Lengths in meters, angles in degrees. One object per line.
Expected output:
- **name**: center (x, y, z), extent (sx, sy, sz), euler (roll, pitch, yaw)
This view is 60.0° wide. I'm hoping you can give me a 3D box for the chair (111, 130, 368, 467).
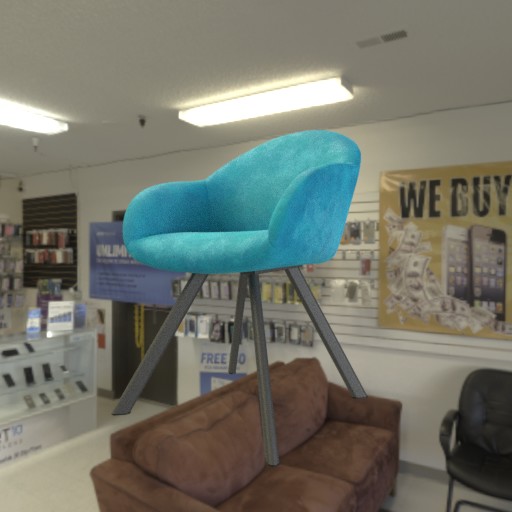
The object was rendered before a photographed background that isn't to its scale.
- **chair**: center (0.000, 0.000, 1.217), extent (0.550, 0.795, 0.590), euler (0, 1, 34)
